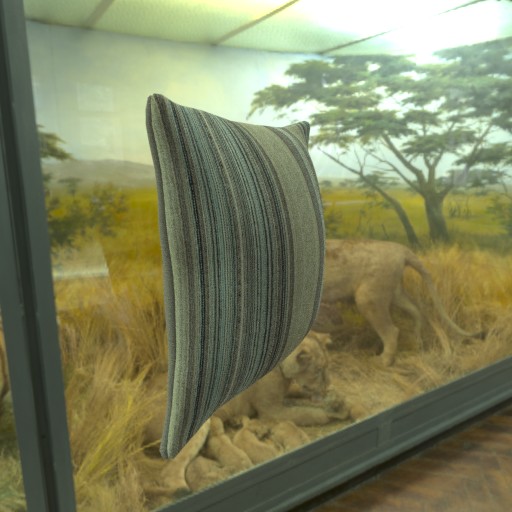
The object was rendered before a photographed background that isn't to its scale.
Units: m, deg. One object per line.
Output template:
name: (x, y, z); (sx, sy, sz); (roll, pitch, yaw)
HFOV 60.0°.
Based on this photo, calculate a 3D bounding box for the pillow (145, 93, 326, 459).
pillow: (0.000, 0.000, 0.664); (0.189, 0.416, 0.435); (6, 14, 26)
